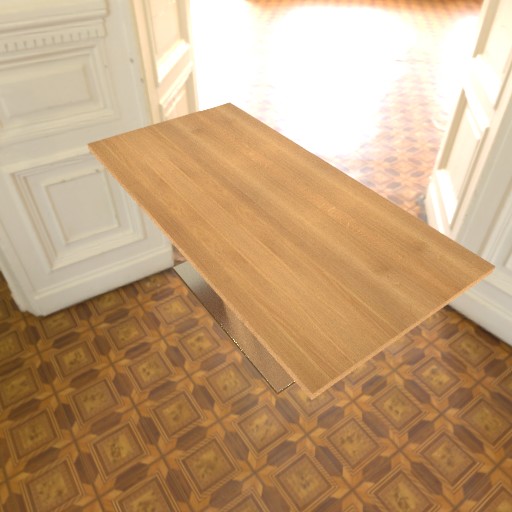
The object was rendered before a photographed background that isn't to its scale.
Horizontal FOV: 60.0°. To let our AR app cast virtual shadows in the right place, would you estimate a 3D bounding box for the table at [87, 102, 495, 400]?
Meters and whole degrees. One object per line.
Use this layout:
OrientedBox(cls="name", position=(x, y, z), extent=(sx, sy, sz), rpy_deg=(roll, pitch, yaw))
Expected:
OrientedBox(cls="table", position=(0.000, 0.000, 2.246), extent=(0.900, 0.750, 1.800), rpy_deg=(-26, 48, -26))
